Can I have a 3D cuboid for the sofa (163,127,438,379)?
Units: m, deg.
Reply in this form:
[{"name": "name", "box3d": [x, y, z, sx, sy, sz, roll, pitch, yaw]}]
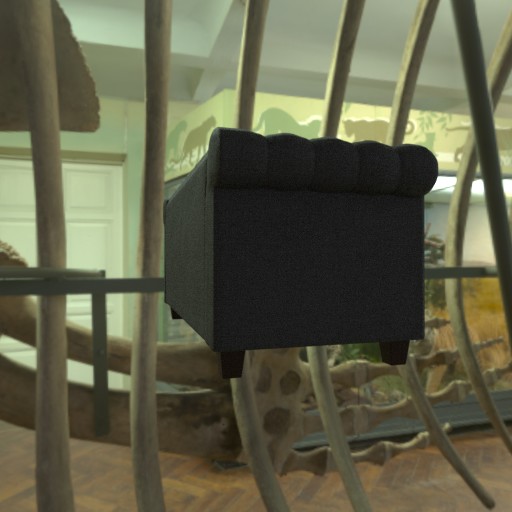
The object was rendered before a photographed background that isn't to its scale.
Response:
[{"name": "sofa", "box3d": [0.000, 0.000, 2.237, 0.783, 0.797, 1.798, 0, 0, -17]}]
